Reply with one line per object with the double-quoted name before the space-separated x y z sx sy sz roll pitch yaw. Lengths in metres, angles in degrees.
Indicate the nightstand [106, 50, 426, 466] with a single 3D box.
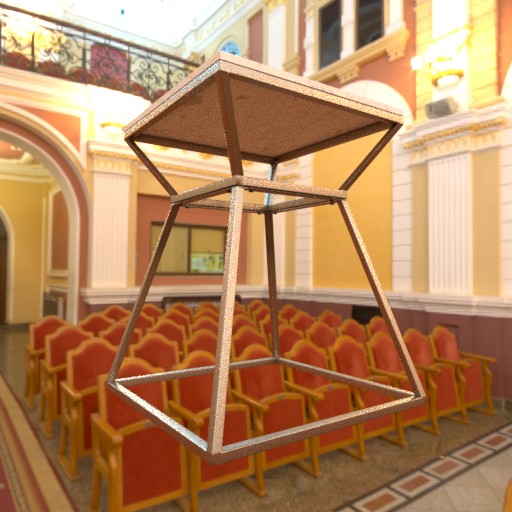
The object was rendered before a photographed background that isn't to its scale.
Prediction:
"nightstand" 0.000 0.000 0.887 0.455 0.554 0.455 1 -2 -35
